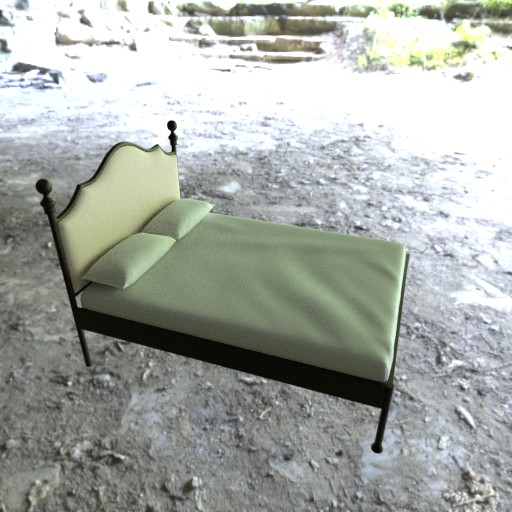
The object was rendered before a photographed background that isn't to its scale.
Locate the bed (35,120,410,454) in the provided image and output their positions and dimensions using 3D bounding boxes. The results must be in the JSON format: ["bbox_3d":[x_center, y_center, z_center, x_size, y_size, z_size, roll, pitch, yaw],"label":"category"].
[{"bbox_3d":[0.000,0.000,3.312,2.224,1.499,1.642,10,32,17],"label":"bed"}]
